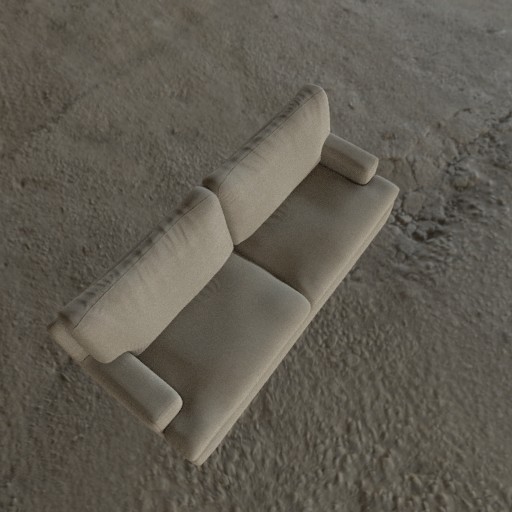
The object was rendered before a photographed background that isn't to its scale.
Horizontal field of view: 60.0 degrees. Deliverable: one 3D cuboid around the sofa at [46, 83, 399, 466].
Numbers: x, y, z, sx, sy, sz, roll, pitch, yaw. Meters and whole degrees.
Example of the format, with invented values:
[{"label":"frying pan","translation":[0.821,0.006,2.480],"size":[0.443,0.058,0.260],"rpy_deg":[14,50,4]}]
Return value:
[{"label":"sofa","translation":[0.000,0.000,2.862],"size":[0.962,0.980,2.354],"rpy_deg":[33,64,18]}]
